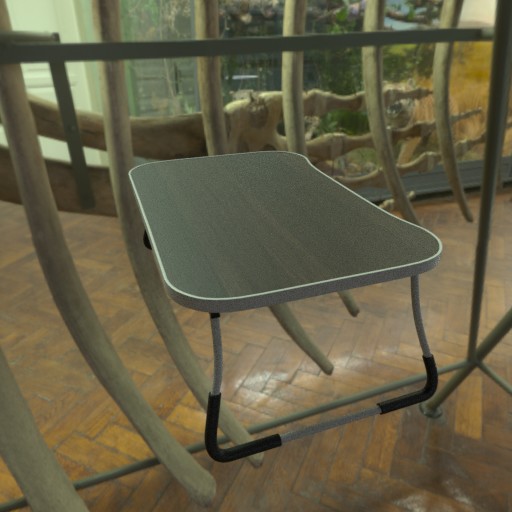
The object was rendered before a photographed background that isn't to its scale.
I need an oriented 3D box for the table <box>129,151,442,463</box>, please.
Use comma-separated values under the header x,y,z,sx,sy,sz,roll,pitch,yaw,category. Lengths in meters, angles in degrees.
x,y,z,sx,sy,sz,roll,pitch,yaw,category
0.000,0.000,0.846,0.400,0.232,0.660,-10,30,-17,table
